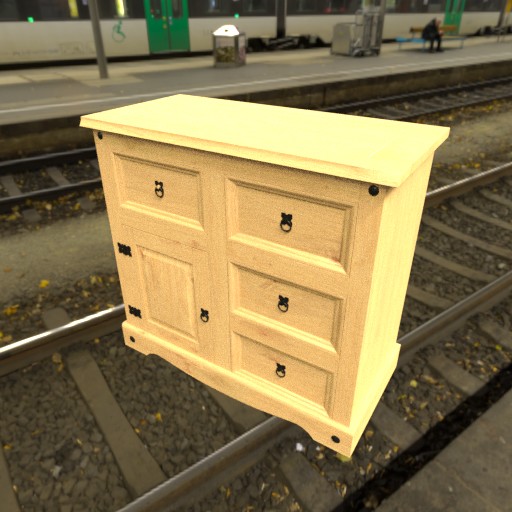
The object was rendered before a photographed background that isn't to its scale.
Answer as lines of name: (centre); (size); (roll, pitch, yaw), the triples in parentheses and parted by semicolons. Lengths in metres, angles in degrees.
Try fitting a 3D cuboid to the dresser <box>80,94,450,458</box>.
dresser: (0.000, 0.000, 1.408); (0.915, 0.835, 0.440); (17, 34, 28)
